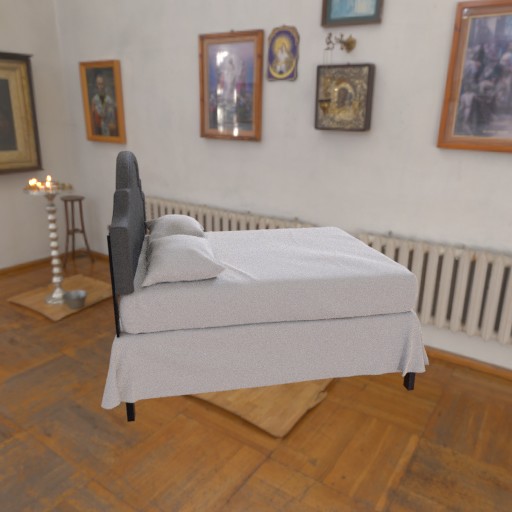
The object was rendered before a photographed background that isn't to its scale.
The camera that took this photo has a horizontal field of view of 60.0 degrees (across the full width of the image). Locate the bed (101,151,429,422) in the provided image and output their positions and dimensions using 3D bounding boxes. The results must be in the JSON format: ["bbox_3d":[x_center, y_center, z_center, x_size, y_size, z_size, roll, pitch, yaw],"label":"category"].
[{"bbox_3d":[0.000,0.000,3.505,2.222,1.634,1.780,-3,17,-10],"label":"bed"}]
